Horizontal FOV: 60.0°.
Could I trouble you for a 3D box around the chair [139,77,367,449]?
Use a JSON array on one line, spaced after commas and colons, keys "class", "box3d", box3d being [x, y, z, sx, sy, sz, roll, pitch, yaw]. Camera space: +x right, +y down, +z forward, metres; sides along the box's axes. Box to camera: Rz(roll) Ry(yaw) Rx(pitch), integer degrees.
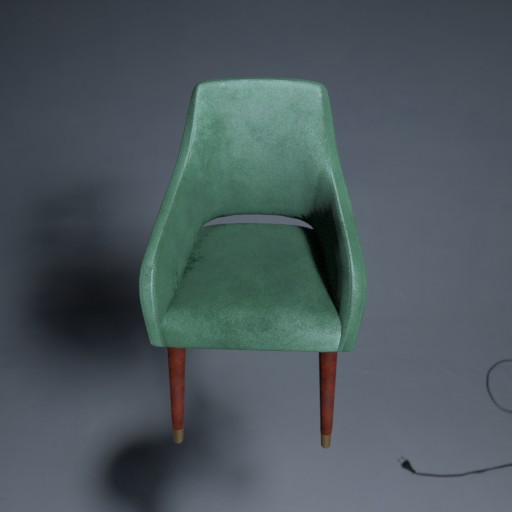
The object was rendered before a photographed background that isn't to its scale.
[{"class": "chair", "box3d": [0.000, 0.000, 1.607, 0.683, 1.081, 0.794, 1, 32, 2]}]
